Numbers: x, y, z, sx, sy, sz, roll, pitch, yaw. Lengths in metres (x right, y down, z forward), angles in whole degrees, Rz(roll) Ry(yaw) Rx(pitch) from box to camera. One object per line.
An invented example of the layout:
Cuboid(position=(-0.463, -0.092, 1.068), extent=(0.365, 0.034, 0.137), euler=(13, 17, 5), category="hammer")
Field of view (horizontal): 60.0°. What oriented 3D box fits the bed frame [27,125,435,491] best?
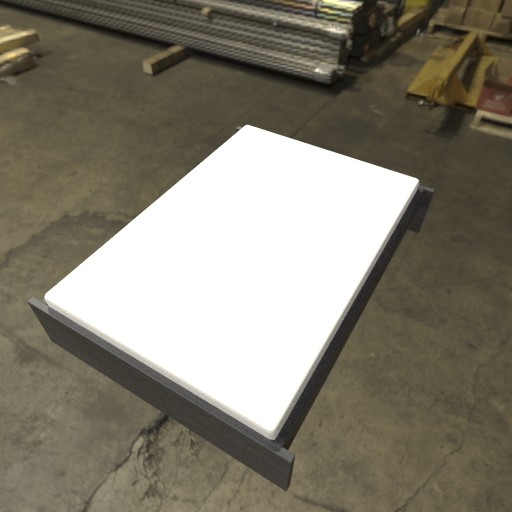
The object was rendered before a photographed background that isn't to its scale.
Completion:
Cuboid(position=(0.000, 0.000, 2.625), extent=(1.490, 0.432, 1.950), euler=(24, 51, 21), category="bed frame")
